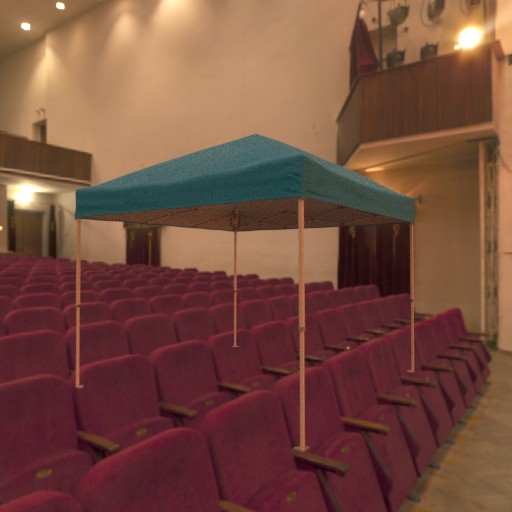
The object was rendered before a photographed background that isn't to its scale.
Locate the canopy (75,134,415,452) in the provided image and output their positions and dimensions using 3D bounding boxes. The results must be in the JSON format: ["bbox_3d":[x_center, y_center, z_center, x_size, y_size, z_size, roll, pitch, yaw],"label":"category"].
[{"bbox_3d":[0.000,0.000,5.420,2.996,2.997,2.998,0,-1,35],"label":"canopy"}]
